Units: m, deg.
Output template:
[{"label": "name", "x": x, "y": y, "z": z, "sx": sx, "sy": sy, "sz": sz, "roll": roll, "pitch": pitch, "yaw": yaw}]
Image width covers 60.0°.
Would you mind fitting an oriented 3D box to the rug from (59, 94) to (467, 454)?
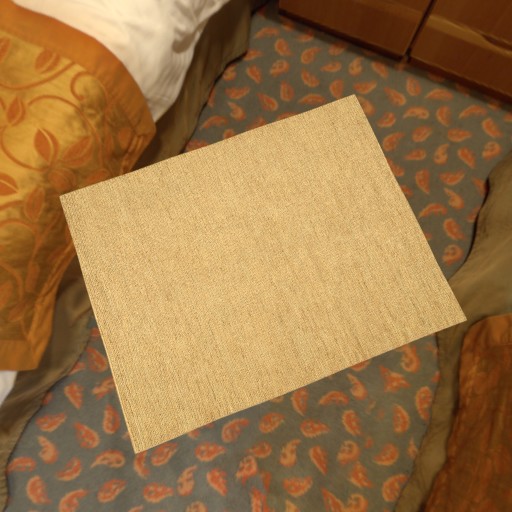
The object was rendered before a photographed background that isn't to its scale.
[{"label": "rug", "x": 0.000, "y": 0.000, "z": 4.021, "sx": 3.034, "sy": 0.012, "sz": 2.406, "roll": -20, "pitch": 77, "yaw": -5}]
